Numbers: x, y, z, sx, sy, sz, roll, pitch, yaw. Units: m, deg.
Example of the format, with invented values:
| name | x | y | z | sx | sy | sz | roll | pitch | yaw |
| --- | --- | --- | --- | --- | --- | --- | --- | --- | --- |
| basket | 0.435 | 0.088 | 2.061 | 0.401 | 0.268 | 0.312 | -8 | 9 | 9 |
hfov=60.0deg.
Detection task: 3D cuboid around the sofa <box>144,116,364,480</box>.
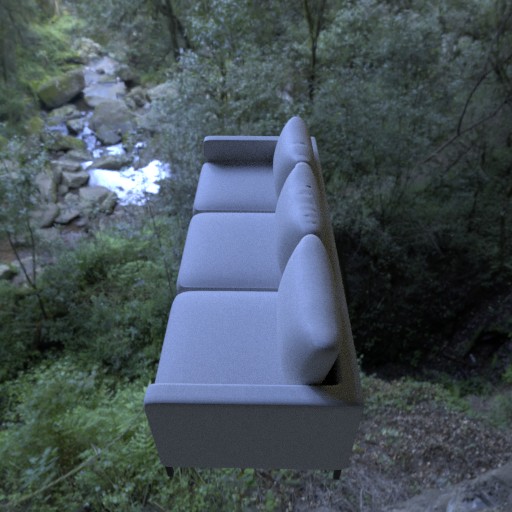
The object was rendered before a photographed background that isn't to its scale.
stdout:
| name | x | y | z | sx | sy | sz | roll | pitch | yaw |
| --- | --- | --- | --- | --- | --- | --- | --- | --- | --- |
| sofa | 0.000 | 0.000 | 2.620 | 0.859 | 0.874 | 2.218 | 1 | 41 | 1 |
